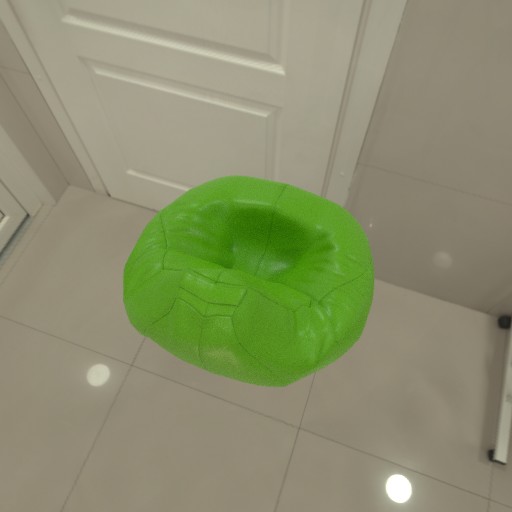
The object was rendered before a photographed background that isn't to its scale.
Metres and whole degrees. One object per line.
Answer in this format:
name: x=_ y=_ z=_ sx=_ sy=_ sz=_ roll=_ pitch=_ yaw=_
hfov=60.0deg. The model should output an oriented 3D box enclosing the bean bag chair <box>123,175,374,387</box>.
bean bag chair: x=0.000 y=0.000 z=1.886 sx=1.070 sy=0.990 sz=1.070 roll=17 pitch=64 yaw=9
